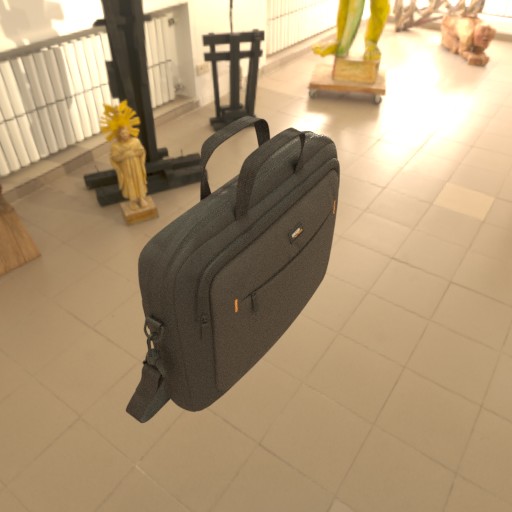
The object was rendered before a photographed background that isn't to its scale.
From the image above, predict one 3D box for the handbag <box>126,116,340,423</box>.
[{"bbox_3d":[0.000,0.000,0.434,0.089,0.244,0.320,25,47,26],"label":"handbag"}]
